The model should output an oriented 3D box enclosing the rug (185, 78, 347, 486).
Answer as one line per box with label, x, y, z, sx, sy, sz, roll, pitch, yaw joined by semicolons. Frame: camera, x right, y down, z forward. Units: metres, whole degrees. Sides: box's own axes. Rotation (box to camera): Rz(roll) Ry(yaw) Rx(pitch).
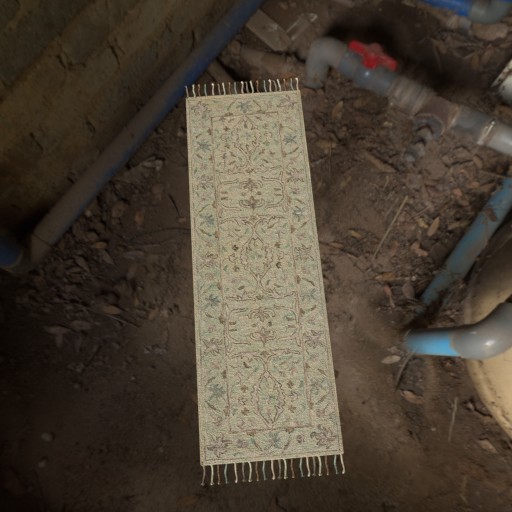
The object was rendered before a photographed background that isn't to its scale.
rug;0.000;0.000;2.649;0.769;0.013;2.440;-4;74;-1
